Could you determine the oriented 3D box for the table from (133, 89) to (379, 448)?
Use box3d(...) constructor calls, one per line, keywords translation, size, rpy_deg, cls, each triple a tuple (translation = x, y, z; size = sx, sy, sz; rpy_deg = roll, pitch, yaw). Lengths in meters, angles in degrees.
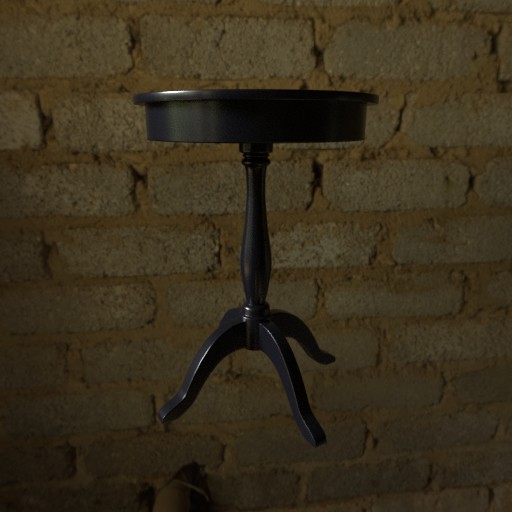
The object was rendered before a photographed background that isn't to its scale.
box3d(translation=(0.000, 0.000, 0.982), size=(0.481, 0.665, 0.481), rpy_deg=(0, 17, 0), cls="table")
